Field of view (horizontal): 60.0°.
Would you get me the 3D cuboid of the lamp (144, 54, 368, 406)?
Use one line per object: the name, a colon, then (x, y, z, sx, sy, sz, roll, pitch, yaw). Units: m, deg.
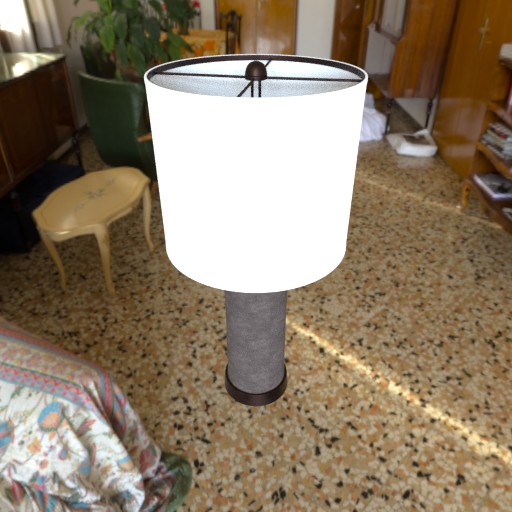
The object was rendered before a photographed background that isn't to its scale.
lamp: (0.000, 0.000, 0.772, 0.301, 0.630, 0.301, -21, 38, -29)
